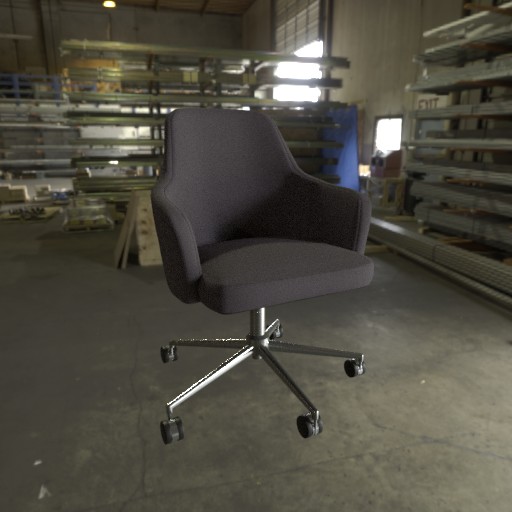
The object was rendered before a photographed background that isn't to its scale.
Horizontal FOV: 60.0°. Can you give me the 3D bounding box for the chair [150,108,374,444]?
[{"bbox_3d":[0.000,0.000,1.251,0.655,0.820,0.600,-8,17,-27],"label":"chair"}]
